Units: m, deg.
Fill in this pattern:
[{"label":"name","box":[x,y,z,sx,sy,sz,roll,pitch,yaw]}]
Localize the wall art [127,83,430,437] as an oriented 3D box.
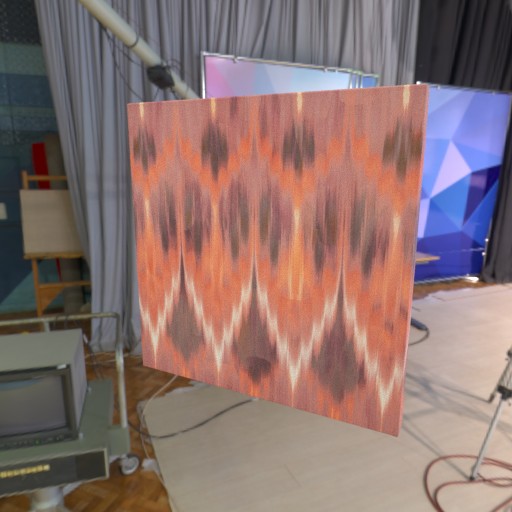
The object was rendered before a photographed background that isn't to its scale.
[{"label":"wall art","box":[0.000,0.000,0.891,0.603,0.609,0.037,7,15,27]}]
